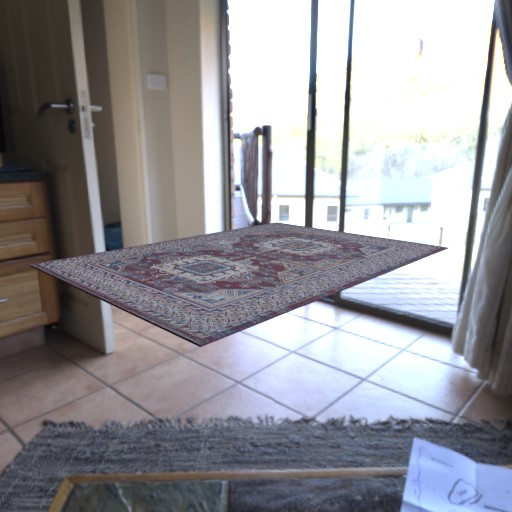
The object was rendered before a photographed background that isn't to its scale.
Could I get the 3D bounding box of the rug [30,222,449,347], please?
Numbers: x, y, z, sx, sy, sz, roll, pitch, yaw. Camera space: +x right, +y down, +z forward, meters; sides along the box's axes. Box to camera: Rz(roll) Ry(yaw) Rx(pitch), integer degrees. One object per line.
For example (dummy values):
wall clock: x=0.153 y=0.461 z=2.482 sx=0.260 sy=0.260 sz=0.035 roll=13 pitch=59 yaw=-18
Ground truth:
rug: x=0.000 y=0.000 z=2.859 sx=1.599 sy=0.011 sz=2.210 roll=13 pitch=18 yaw=43
